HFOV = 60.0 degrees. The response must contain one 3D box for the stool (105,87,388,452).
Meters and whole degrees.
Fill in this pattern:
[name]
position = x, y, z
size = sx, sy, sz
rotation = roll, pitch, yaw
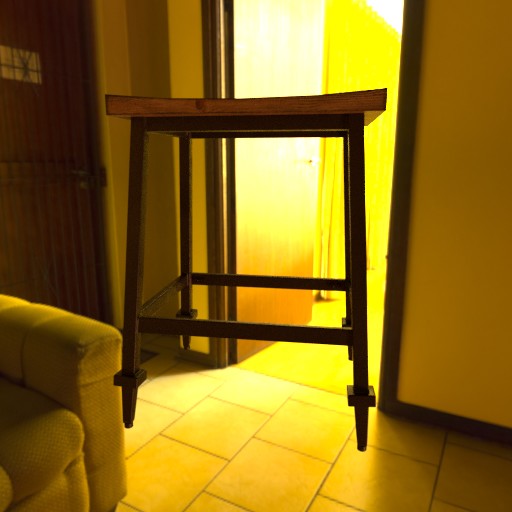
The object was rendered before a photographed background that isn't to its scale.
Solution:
[stool]
position = 0.000, 0.000, 0.955
size = 0.486, 0.625, 0.405
rotation = 2, 12, 9
